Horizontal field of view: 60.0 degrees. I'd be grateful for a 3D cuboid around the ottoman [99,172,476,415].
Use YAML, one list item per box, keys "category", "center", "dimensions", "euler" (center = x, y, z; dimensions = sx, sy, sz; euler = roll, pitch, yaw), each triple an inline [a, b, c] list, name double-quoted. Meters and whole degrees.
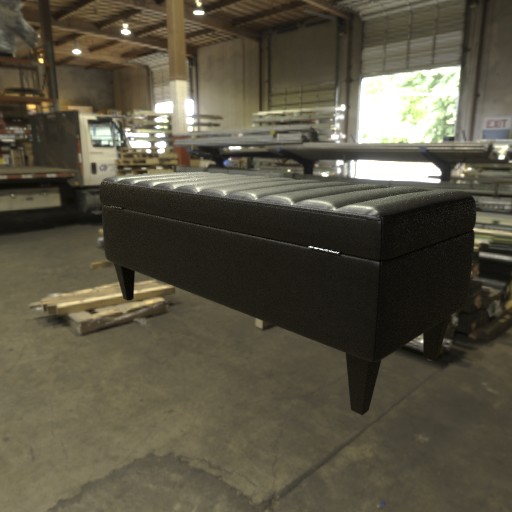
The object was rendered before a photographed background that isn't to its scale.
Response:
- category: "ottoman"
  center: [0.000, 0.000, 1.407]
  dimensions: [0.482, 0.469, 1.151]
  euler: [-14, 20, -43]
